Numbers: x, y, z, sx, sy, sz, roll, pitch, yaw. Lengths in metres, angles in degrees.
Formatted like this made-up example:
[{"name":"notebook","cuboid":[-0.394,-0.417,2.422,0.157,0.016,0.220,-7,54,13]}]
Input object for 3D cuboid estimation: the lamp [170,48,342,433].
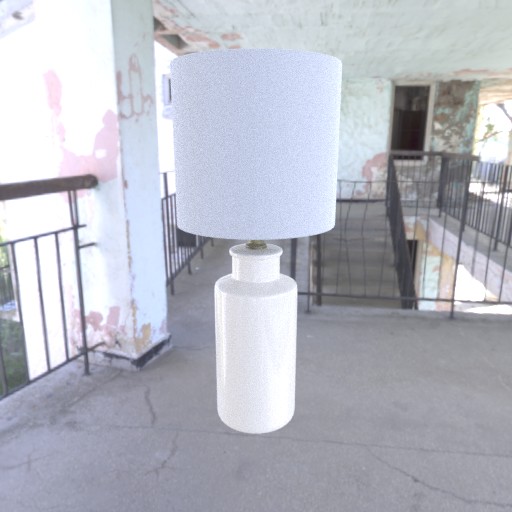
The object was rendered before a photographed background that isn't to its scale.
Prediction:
[{"name":"lamp","cuboid":[0.000,0.000,0.616,0.212,0.493,0.212,7,16,27]}]
